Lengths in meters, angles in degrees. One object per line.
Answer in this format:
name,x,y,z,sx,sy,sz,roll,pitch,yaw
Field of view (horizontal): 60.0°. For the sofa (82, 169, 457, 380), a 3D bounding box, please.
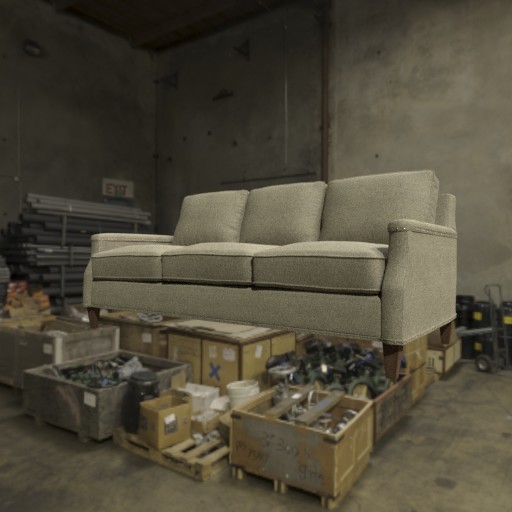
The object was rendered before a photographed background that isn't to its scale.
sofa,0.000,0.000,2.839,2.246,1.003,1.084,0,0,36
